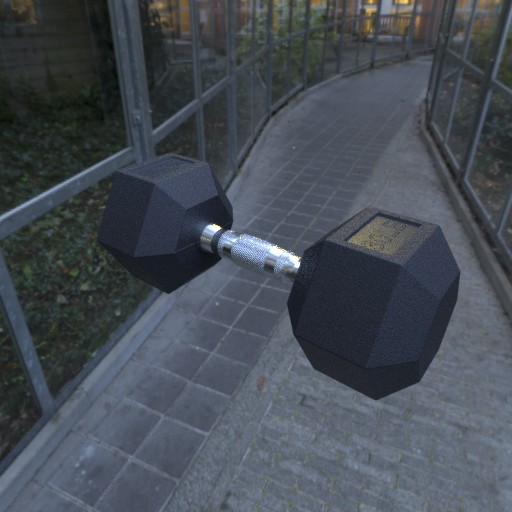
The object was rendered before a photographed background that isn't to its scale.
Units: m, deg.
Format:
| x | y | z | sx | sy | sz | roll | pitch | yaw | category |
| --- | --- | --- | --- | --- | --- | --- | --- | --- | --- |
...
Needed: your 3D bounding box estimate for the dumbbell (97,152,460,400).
| x | y | z | sx | sy | sz | roll | pitch | yaw | category |
| --- | --- | --- | --- | --- | --- | --- | --- | --- | --- |
| 0.000 | 0.000 | 0.410 | 0.337 | 0.123 | 0.142 | 21 | 37 | 32 | dumbbell |
